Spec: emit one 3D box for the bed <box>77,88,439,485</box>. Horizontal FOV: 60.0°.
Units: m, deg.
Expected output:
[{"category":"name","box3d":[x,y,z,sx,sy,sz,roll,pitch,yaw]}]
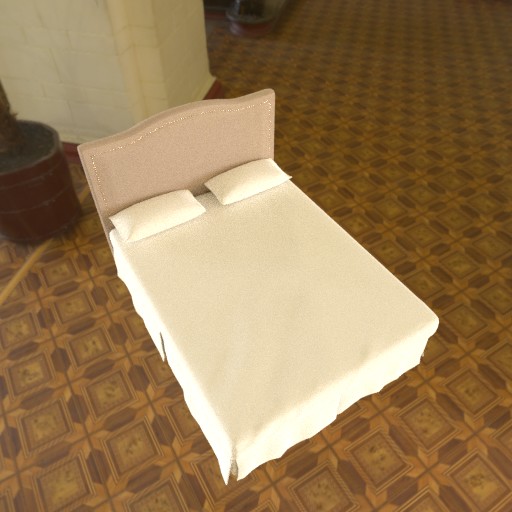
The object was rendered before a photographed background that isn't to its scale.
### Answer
[{"category":"bed","box3d":[0.000,0.000,3.362,1.821,1.436,2.282,-25,52,-21]}]
